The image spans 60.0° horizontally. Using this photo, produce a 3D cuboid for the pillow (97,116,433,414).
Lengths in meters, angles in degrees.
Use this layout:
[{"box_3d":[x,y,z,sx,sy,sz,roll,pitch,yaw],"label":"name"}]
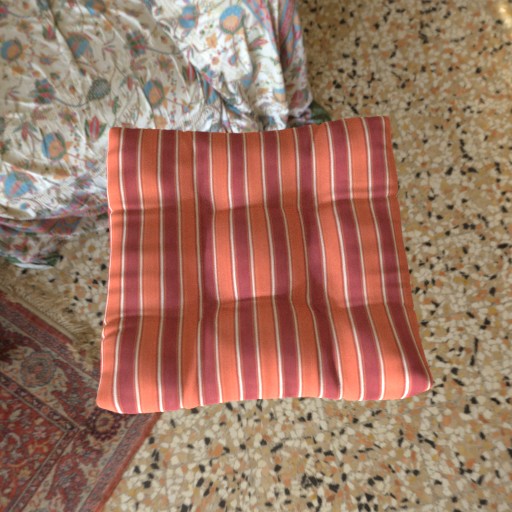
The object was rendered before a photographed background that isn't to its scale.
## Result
[{"box_3d":[0.000,0.000,0.724,0.490,0.133,0.468,-3,75,-1],"label":"pillow"}]
